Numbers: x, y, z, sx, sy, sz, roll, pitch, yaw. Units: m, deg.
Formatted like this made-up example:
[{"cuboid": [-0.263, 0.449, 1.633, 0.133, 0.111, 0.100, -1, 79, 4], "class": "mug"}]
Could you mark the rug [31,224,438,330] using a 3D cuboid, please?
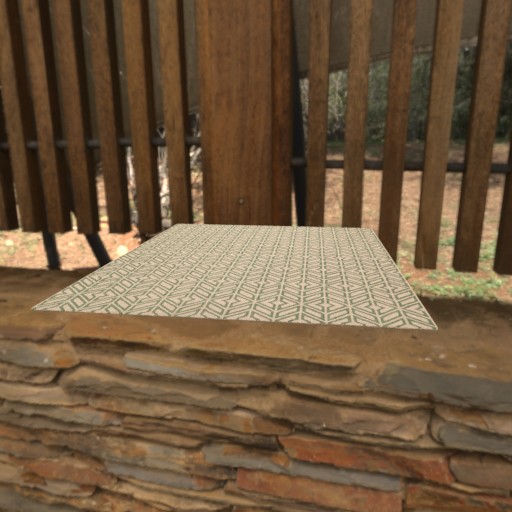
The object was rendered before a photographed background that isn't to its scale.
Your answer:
[{"cuboid": [0.000, 0.000, 4.071, 2.441, 0.017, 3.050, 2, 14, 7], "class": "rug"}]
